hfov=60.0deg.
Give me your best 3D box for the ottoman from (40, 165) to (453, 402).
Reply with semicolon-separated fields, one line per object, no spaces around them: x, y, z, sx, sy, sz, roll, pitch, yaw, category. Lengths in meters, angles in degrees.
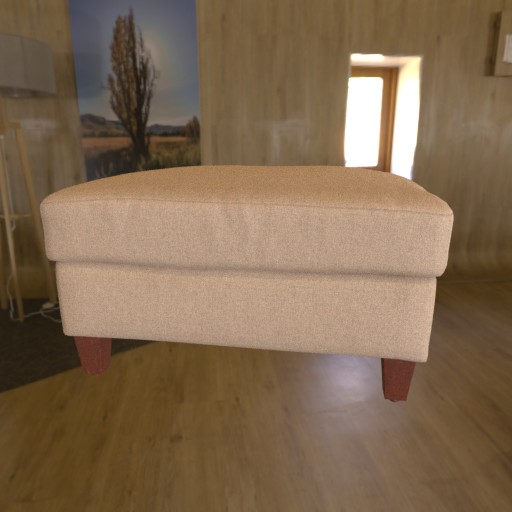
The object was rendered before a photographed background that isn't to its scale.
0.000;0.000;1.282;0.902;0.511;0.692;2;15;9;ottoman
